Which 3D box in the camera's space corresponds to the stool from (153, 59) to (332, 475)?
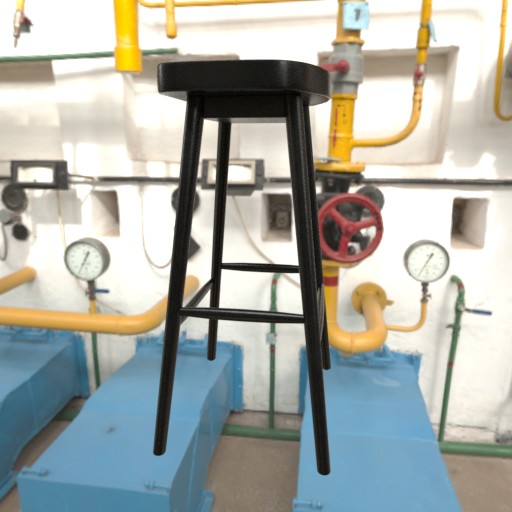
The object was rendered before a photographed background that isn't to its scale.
[{"bbox_3d":[0.000,0.000,0.991,0.361,0.749,0.440,2,15,9],"label":"stool"}]
